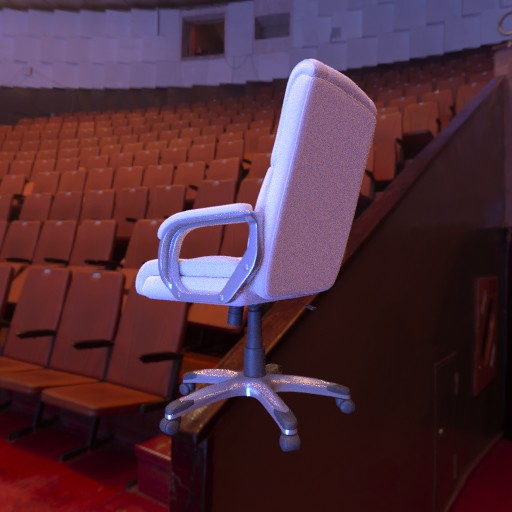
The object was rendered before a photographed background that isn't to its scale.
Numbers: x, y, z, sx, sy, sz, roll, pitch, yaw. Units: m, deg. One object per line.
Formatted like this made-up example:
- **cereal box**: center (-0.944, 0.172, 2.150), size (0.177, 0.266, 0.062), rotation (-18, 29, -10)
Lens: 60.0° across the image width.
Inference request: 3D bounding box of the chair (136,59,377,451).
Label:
- **chair**: center (0.000, 0.000, 1.591), size (0.738, 1.120, 0.687), rotation (0, 0, 36)
